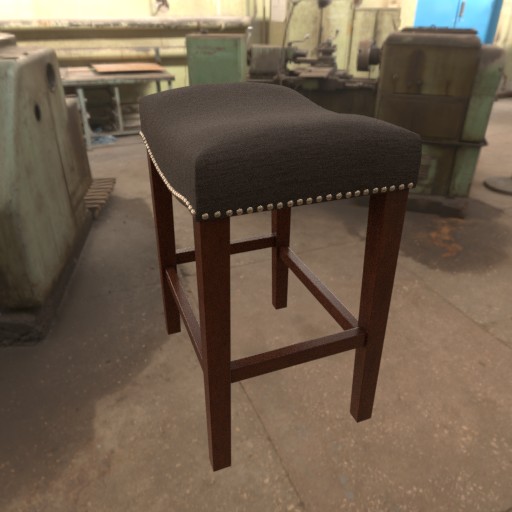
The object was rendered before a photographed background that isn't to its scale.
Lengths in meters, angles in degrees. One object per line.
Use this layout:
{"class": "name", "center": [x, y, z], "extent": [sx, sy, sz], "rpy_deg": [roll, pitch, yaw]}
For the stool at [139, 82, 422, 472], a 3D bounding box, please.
{"class": "stool", "center": [0.000, 0.000, 0.963], "extent": [0.372, 0.654, 0.504], "rpy_deg": [-11, 31, -18]}
